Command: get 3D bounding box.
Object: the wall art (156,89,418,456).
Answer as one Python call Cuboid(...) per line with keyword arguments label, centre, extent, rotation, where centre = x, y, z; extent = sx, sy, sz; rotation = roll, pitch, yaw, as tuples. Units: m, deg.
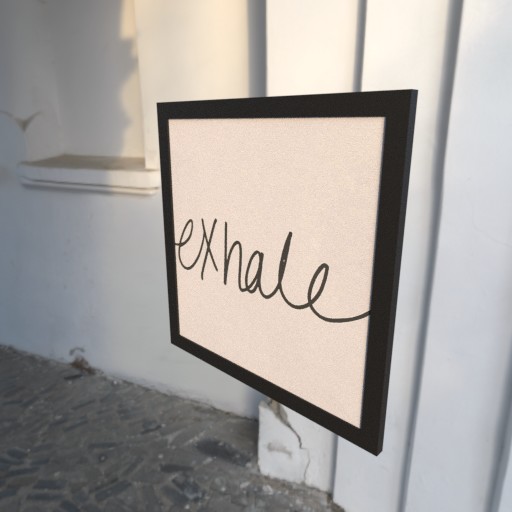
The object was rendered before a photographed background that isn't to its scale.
Cuboid(label="wall art", centre=(0.000, 0.000, 0.530), extent=(0.358, 0.357, 0.012), rotation=(15, 22, 41))
